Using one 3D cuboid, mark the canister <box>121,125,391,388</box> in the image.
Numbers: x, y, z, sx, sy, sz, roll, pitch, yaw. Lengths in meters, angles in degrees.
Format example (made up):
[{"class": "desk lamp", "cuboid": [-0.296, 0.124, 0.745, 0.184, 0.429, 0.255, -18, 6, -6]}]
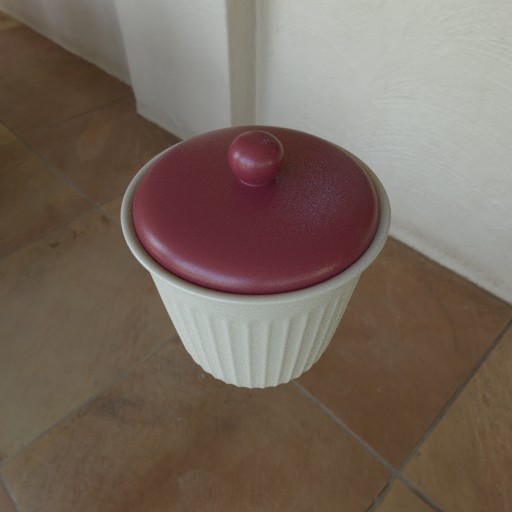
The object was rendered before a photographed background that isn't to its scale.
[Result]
[{"class": "canister", "cuboid": [0.000, 0.000, 0.345, 0.181, 0.211, 0.181, 0, 47, 0]}]
